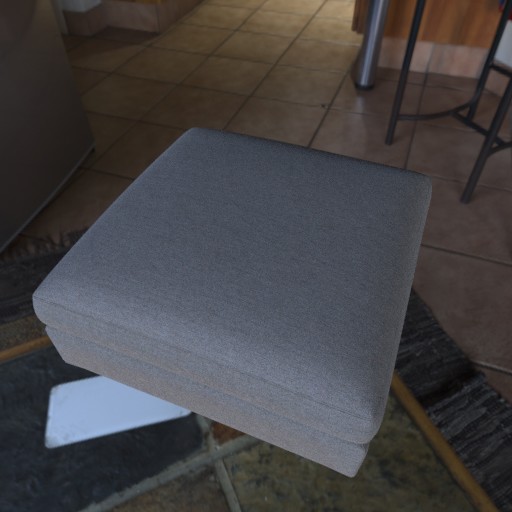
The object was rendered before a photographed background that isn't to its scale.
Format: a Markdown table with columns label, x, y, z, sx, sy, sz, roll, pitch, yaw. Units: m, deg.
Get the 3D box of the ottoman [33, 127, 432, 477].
| label | x | y | z | sx | sy | sz | roll | pitch | yaw |
| --- | --- | --- | --- | --- | --- | --- | --- | --- | --- |
| ottoman | 0.000 | 0.000 | 1.553 | 1.041 | 0.470 | 1.041 | 16 | 49 | 15 |
